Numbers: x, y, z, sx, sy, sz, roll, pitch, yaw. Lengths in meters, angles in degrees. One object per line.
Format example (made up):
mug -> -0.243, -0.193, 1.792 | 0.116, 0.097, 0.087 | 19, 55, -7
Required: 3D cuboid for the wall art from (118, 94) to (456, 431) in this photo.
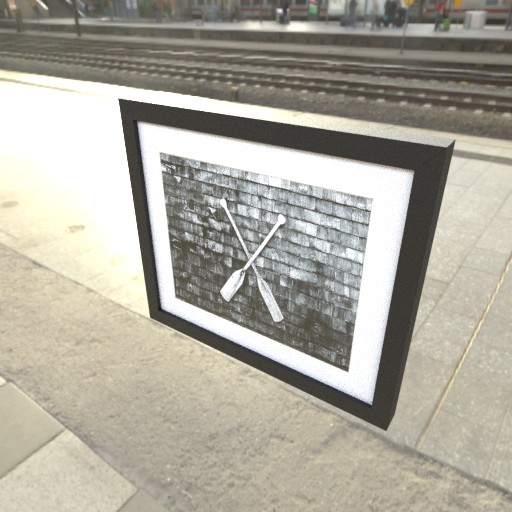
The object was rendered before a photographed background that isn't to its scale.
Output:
wall art -> 0.000, 0.000, 0.532 | 0.381, 0.330, 0.029 | 18, 34, 29
